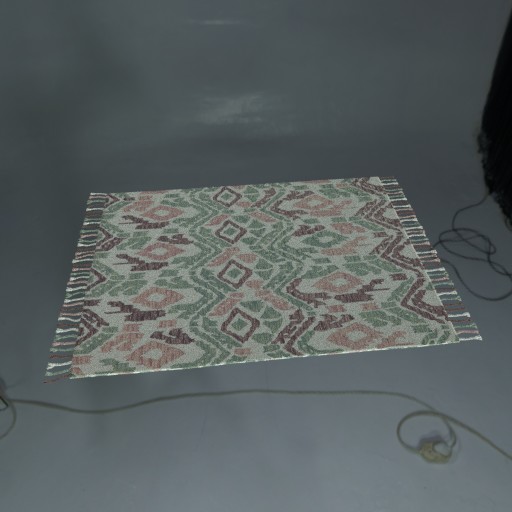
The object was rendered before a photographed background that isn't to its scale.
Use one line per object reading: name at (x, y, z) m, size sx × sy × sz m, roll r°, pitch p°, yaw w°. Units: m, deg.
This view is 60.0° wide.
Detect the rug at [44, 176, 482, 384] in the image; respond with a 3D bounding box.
rug at (0.000, 0.000, 2.231) m, size 1.829 × 0.010 × 1.219 m, roll -4°, pitch 46°, yaw -4°
